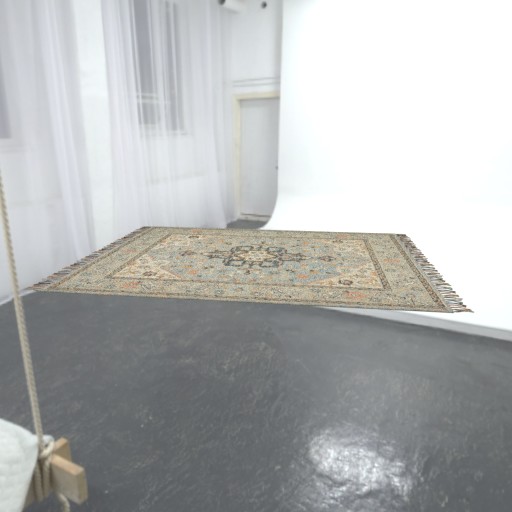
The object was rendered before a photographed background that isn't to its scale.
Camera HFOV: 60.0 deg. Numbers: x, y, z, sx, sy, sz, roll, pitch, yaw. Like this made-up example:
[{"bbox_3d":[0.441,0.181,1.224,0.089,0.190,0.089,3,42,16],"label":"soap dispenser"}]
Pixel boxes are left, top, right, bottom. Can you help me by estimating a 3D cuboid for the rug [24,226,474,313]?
[{"bbox_3d":[0.000,0.000,4.239,3.221,0.011,2.379,2,16,8],"label":"rug"}]
